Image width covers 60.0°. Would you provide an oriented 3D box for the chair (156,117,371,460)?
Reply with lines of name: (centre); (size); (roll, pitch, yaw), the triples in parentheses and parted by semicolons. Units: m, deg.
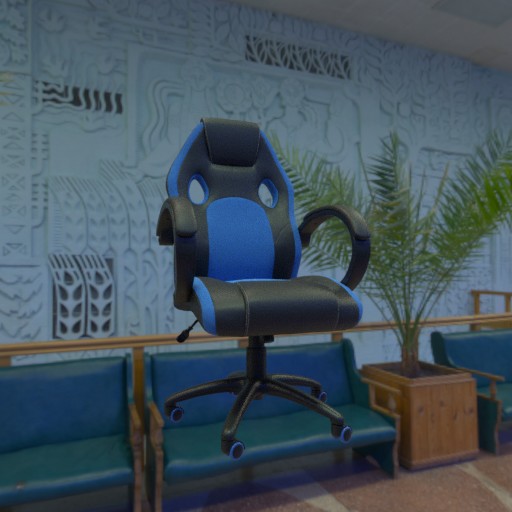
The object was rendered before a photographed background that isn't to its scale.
chair: (0.000, 0.000, 1.617); (0.673, 1.187, 0.724); (0, -1, -20)
